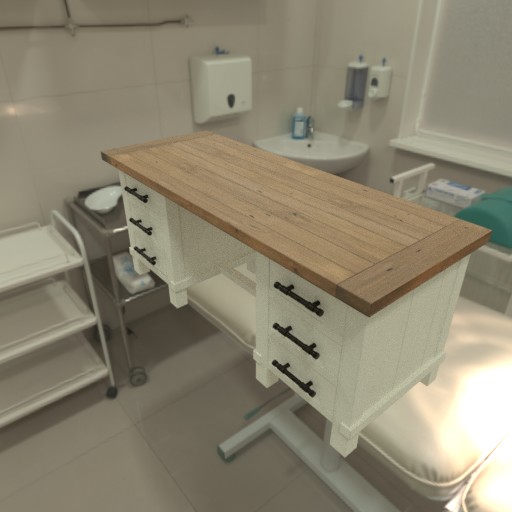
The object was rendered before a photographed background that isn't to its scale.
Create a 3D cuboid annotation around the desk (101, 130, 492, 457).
[{"bbox_3d":[0.000,0.000,2.177,0.688,0.760,1.803,-23,37,-34],"label":"desk"}]
